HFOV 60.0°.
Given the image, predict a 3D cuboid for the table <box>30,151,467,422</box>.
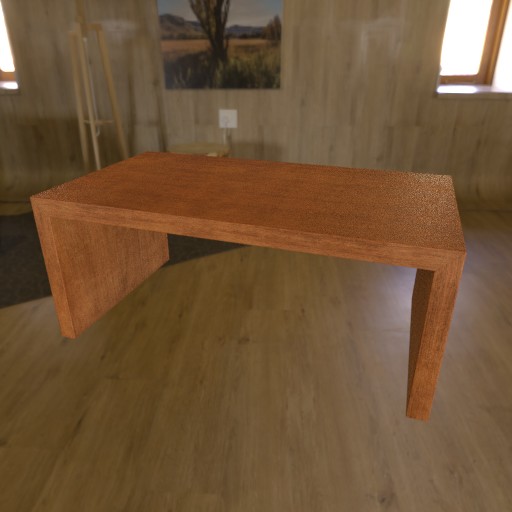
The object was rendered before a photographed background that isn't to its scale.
[{"bbox_3d":[0.000,0.000,1.277,1.000,0.419,0.549,8,27,17],"label":"table"}]
